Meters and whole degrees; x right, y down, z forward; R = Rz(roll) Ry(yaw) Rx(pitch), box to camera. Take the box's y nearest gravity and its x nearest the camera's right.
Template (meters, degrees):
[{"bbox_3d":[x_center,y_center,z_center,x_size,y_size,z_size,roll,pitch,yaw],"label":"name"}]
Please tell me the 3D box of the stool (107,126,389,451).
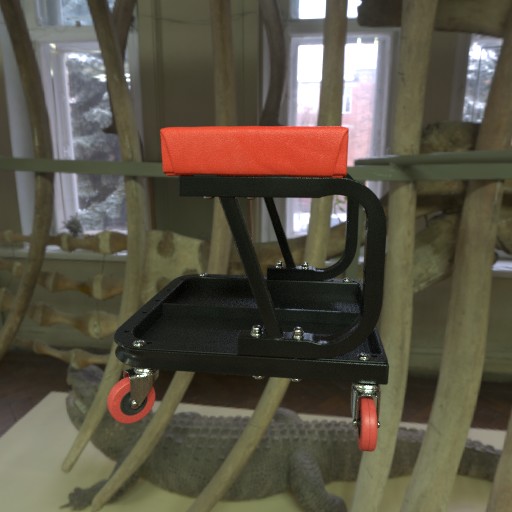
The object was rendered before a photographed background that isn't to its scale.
[{"bbox_3d":[0.000,0.000,0.708,0.371,0.380,0.446,2,13,8],"label":"stool"}]
